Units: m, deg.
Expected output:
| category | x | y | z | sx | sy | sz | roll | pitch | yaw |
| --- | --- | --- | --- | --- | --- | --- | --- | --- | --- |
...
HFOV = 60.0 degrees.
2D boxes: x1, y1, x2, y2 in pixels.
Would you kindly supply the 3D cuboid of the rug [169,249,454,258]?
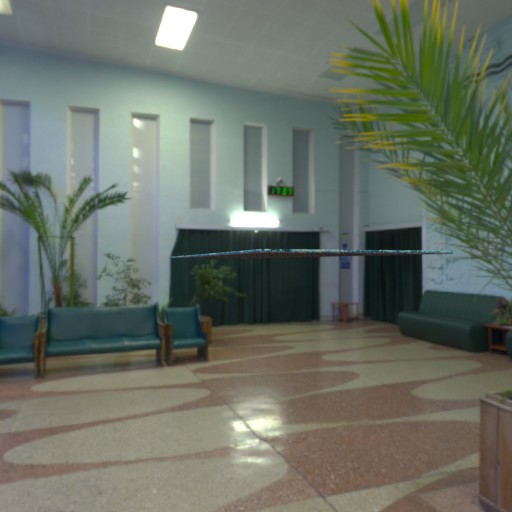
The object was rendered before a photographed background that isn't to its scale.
| category | x | y | z | sx | sy | sz | roll | pitch | yaw |
| --- | --- | --- | --- | --- | --- | --- | --- | --- | --- |
| rug | 0.000 | 0.000 | 2.678 | 0.750 | 0.011 | 2.435 | 0 | -1 | -18 |
